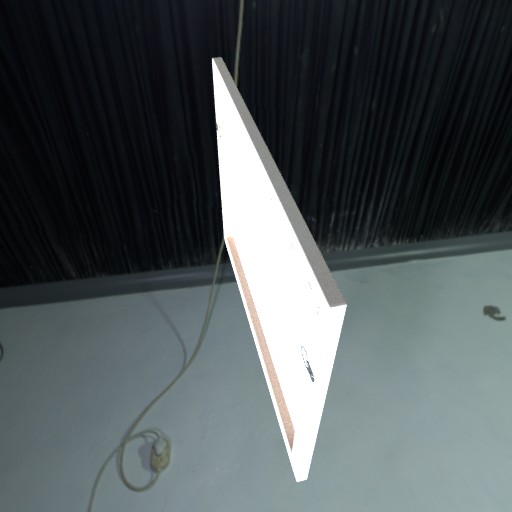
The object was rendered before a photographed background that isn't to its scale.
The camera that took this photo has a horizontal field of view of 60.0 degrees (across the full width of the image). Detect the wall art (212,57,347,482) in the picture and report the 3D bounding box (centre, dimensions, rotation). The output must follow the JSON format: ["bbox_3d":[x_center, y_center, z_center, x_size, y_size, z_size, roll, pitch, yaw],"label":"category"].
[{"bbox_3d":[0.000,0.000,1.556,0.042,0.912,1.219,-10,46,-10],"label":"wall art"}]
